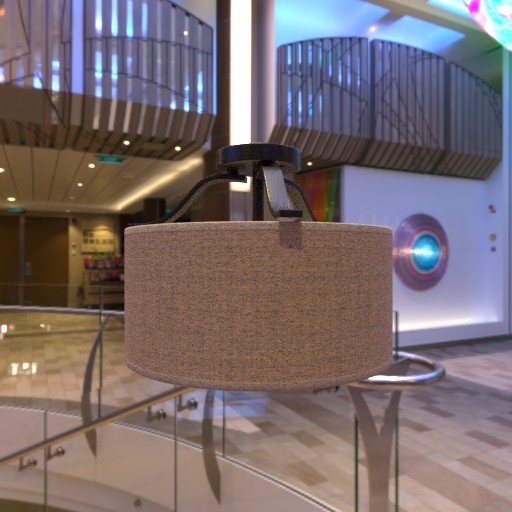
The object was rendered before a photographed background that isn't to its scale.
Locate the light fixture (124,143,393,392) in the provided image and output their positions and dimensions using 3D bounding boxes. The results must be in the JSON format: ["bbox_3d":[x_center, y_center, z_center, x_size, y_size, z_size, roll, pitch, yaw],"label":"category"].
[{"bbox_3d":[0.000,0.000,0.661,0.390,0.306,0.390,0,0,0],"label":"light fixture"}]
